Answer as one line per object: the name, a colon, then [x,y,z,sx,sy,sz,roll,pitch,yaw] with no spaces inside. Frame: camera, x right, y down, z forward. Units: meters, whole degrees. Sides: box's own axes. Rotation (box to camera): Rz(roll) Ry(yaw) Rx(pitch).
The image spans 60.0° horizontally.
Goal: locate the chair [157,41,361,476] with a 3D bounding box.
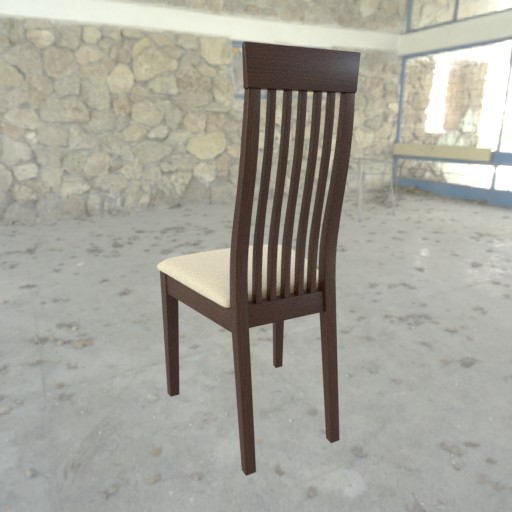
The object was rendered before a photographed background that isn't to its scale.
chair: [0.000,0.000,1.268,0.460,1.027,0.474,-8,18,-26]
